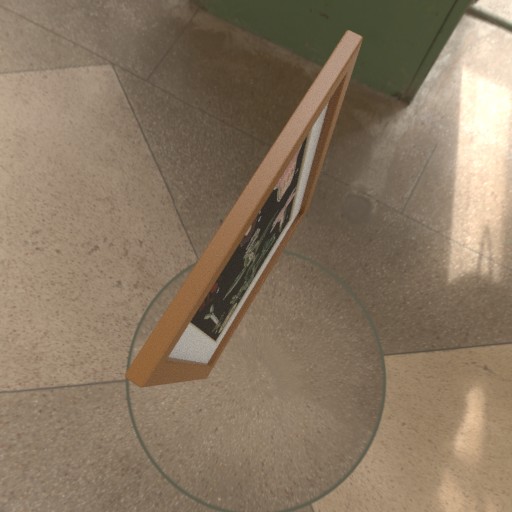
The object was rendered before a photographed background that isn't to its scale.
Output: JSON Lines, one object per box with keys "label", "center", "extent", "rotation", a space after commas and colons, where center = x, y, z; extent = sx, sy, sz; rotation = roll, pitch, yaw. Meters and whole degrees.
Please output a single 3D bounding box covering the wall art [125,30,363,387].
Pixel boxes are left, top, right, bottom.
{"label": "wall art", "center": [0.000, 0.000, 0.726], "extent": [0.021, 0.550, 0.449], "rotation": [30, 77, 7]}
